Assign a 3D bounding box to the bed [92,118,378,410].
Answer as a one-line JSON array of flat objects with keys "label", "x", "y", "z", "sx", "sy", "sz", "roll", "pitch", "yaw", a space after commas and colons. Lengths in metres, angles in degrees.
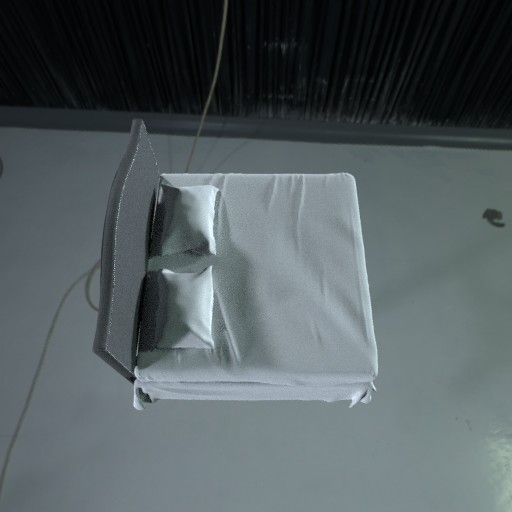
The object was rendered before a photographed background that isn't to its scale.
[{"label": "bed", "x": 0.000, "y": 0.000, "z": 3.817, "sx": 2.219, "sy": 1.651, "sz": 2.314, "roll": 0, "pitch": 63, "yaw": 0}]
